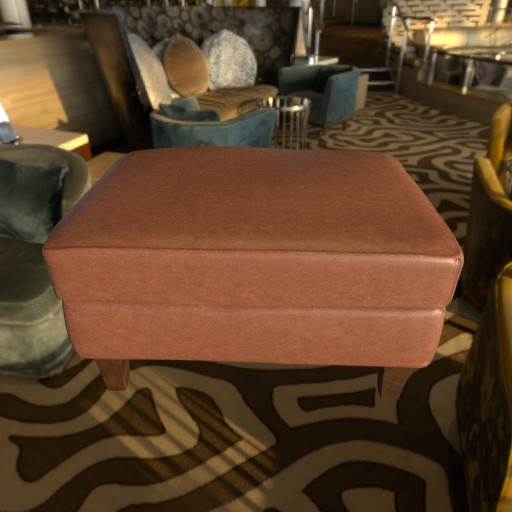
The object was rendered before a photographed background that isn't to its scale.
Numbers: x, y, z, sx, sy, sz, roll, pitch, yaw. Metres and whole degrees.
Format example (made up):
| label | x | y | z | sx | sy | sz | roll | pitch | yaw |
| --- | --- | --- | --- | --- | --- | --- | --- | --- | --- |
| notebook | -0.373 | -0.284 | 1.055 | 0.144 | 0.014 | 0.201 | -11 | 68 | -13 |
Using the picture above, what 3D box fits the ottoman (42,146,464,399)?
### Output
| label | x | y | z | sx | sy | sz | roll | pitch | yaw |
| --- | --- | --- | --- | --- | --- | --- | --- | --- | --- |
| ottoman | 0.000 | 0.000 | 1.220 | 0.851 | 0.485 | 0.650 | 1 | 31 | 2 |
